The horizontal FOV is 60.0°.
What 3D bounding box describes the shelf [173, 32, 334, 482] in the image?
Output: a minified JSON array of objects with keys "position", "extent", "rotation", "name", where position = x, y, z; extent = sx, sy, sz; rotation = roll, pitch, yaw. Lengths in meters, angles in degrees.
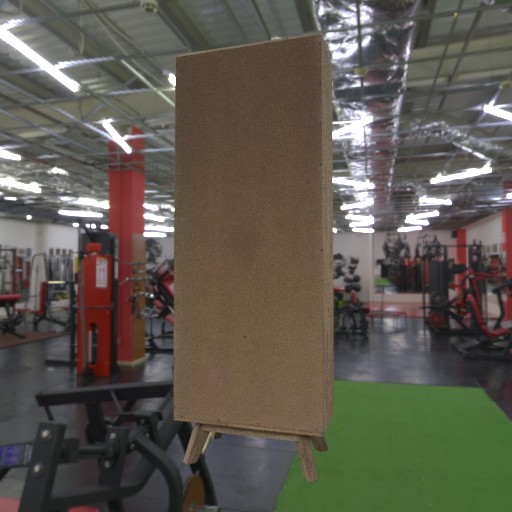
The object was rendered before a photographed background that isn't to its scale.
[{"position":[0.000,0.000,1.508],"extent":[0.491,1.342,0.267],"rotation":[-1,-2,17],"name":"shelf"}]
